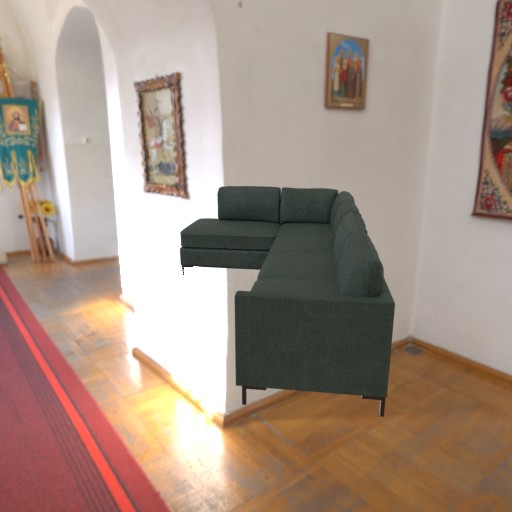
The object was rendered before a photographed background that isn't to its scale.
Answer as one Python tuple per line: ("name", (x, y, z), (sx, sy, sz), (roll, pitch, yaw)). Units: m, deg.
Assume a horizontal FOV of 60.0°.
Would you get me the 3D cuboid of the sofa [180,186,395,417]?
("sofa", (0.000, 0.000, 4.257), (2.048, 0.996, 3.384), (2, 15, 8))
